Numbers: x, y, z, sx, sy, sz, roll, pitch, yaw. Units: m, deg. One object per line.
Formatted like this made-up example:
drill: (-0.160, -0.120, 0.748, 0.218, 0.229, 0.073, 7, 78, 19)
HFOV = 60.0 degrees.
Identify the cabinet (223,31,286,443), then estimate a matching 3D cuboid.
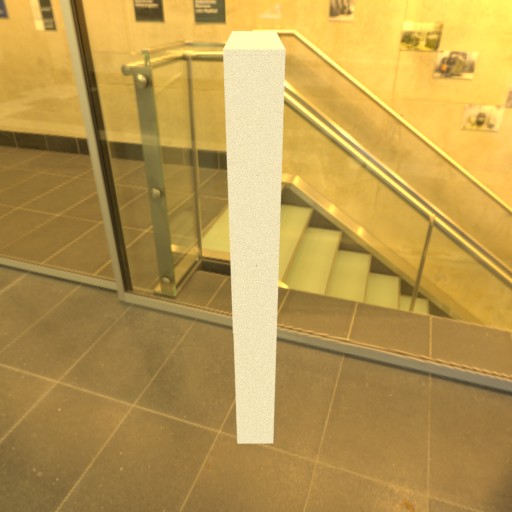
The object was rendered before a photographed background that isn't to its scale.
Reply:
cabinet: (0.000, 0.000, 2.002, 0.192, 1.770, 0.643, 0, 31, 0)
